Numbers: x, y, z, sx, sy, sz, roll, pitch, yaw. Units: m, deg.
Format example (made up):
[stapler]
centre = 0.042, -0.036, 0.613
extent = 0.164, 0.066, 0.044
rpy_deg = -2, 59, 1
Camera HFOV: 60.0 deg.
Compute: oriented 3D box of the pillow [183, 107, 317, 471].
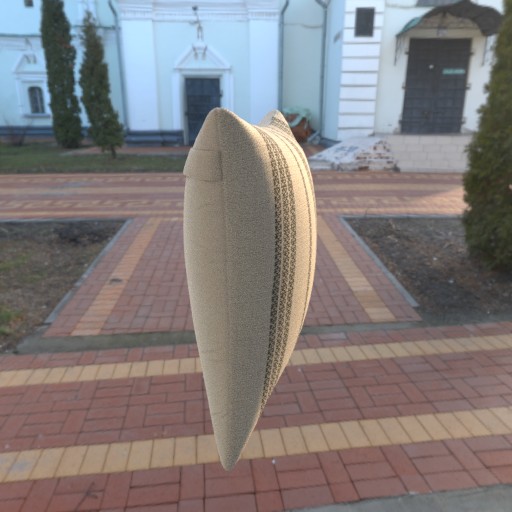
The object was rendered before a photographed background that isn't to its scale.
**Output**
[pillow]
centre = 0.000, 0.000, 0.643
extent = 0.173, 0.406, 0.405
rpy_deg = 3, 18, 9
